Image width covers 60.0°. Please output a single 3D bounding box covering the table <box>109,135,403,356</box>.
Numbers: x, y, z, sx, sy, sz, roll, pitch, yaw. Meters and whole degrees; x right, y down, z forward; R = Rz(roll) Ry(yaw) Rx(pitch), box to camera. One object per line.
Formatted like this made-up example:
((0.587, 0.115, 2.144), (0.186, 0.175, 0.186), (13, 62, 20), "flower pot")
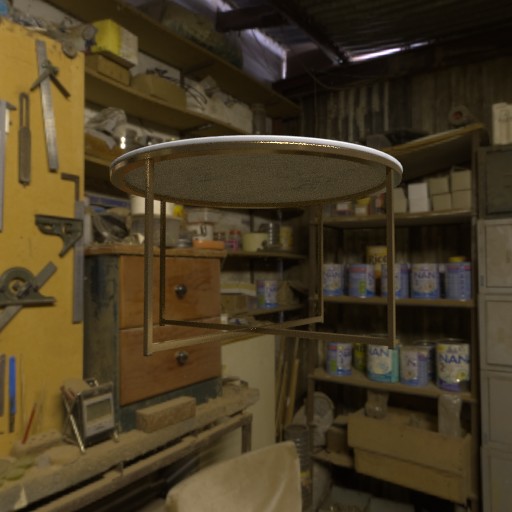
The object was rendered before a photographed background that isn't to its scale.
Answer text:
((0.000, 0.000, 1.265), (0.800, 0.450, 0.800), (0, -2, 0), "table")
